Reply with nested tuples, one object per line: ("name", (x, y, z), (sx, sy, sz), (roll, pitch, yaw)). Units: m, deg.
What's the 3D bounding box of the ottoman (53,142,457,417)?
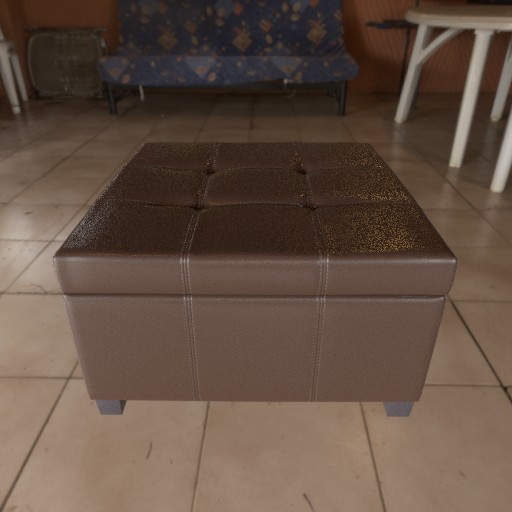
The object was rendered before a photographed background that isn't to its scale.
("ottoman", (0.000, 0.000, 1.277), (0.788, 0.460, 0.787), (0, 30, 0))
